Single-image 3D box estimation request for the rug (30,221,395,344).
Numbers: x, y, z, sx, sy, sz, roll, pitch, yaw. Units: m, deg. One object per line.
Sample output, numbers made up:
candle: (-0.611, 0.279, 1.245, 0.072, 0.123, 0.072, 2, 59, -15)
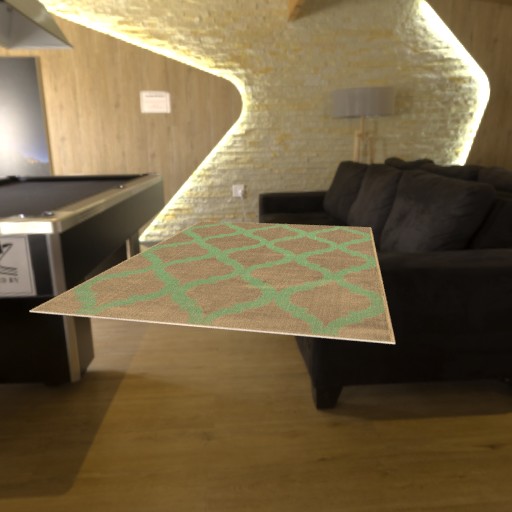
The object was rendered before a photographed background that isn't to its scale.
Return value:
rug: (0.000, 0.000, 2.851, 1.524, 0.006, 2.286, 3, 15, 12)
